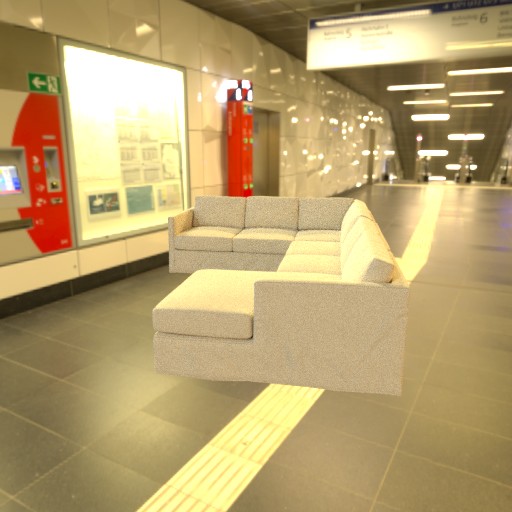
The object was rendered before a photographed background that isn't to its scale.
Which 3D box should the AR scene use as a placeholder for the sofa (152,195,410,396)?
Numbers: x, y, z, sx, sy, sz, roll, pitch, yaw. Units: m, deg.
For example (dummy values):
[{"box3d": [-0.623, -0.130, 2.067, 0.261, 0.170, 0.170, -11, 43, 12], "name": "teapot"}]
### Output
[{"box3d": [0.000, 0.000, 4.426, 2.427, 0.882, 3.460, 2, 14, 10], "name": "sofa"}]
